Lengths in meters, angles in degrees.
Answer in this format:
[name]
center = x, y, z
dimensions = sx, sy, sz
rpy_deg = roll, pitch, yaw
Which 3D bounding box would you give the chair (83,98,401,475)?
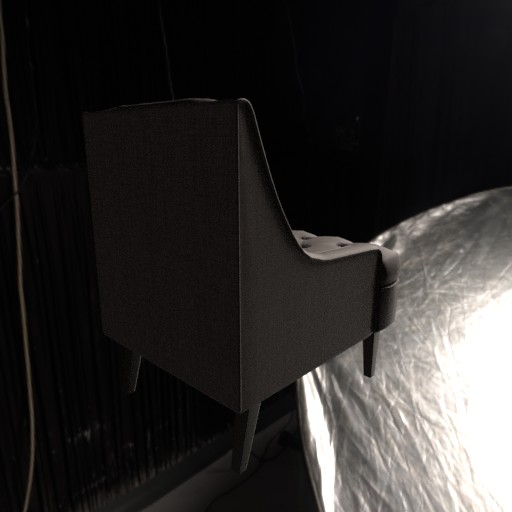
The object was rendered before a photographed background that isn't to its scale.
[chair]
center = 0.000, 0.000, 1.413
dimensions = 0.655, 0.891, 0.771
rpy_deg = 14, 20, 42
